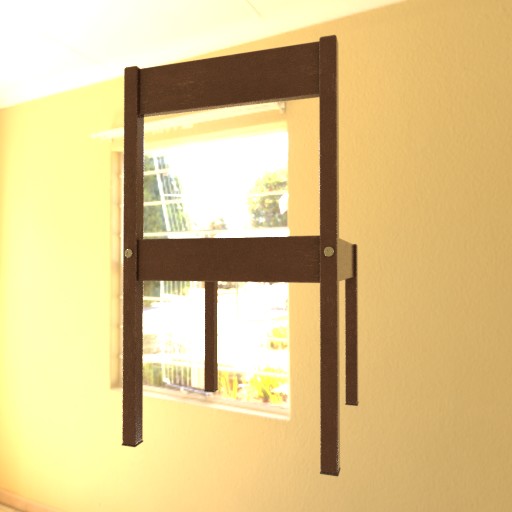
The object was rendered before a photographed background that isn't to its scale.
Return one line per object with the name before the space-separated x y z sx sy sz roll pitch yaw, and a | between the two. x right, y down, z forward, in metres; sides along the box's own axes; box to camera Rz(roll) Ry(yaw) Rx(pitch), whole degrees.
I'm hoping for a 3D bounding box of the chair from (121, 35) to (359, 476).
chair | 0.000 0.000 0.682 0.285 0.505 0.285 0 -1 18
